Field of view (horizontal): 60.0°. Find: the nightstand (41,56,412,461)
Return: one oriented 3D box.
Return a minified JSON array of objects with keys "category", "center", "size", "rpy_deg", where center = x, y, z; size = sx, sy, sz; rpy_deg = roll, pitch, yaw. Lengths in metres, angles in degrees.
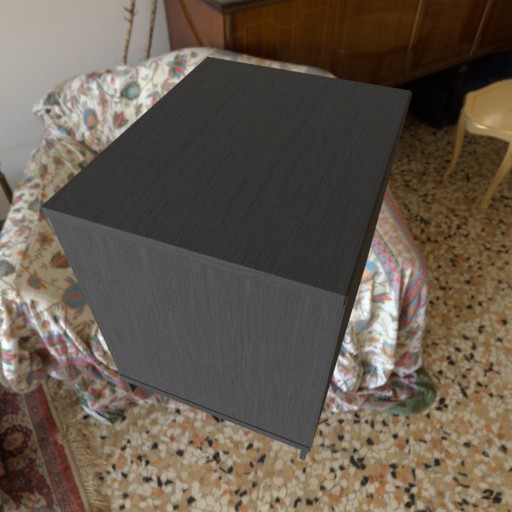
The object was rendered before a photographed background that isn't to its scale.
[{"category":"nightstand","center":[0.000,0.000,0.747],"size":[0.347,0.448,0.427],"rpy_deg":[16,49,14]}]
